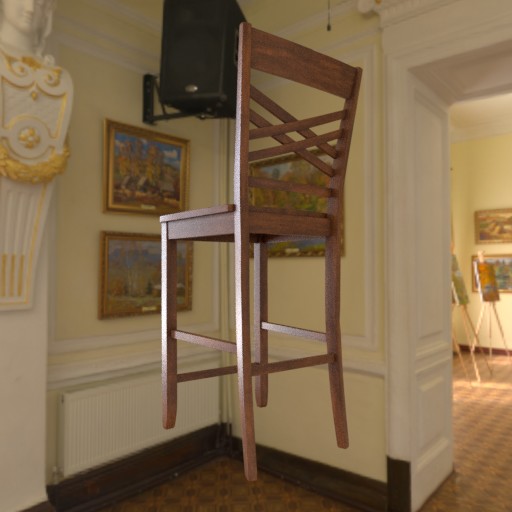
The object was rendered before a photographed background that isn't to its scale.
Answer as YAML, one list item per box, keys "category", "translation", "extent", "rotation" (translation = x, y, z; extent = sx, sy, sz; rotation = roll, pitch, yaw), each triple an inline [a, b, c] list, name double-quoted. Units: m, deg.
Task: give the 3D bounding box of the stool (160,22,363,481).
- category: "stool"
  translation: [0.000, 0.000, 1.350]
  extent: [0.426, 1.098, 0.504]
  rotation: [1, -2, -36]
